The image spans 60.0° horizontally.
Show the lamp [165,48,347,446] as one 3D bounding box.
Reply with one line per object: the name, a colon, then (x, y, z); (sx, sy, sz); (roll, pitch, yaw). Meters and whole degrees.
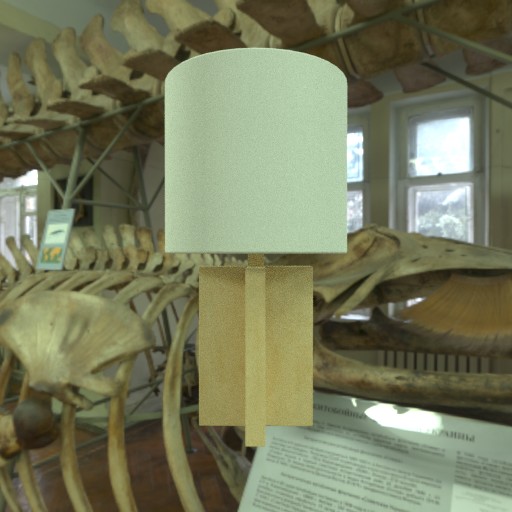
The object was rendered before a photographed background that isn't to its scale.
lamp: (0.000, 0.000, 0.568); (0.229, 0.428, 0.229); (0, 0, 1)
